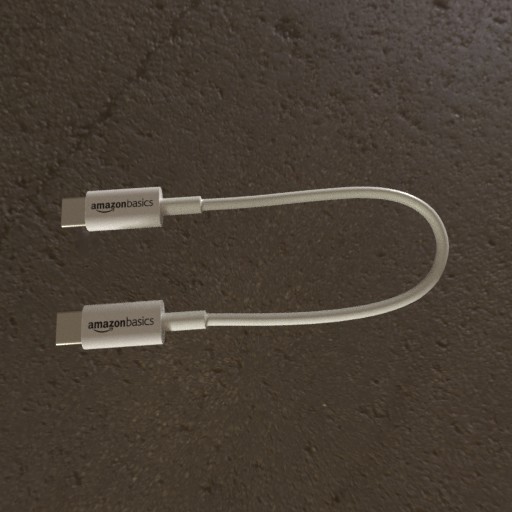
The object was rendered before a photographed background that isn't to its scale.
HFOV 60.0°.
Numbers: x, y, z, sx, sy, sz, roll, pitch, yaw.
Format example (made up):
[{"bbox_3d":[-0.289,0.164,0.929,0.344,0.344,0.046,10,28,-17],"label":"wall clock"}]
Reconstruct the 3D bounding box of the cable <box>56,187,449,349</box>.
[{"bbox_3d":[0.000,0.000,0.112,0.098,0.005,0.041,-4,75,-1],"label":"cable"}]
